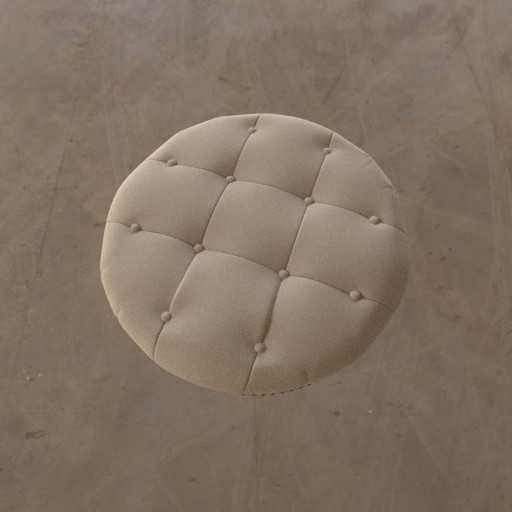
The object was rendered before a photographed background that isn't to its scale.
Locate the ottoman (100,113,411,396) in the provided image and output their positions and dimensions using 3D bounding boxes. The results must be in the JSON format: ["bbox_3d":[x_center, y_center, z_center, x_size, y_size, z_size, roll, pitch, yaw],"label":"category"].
[{"bbox_3d":[0.000,0.000,1.407,0.901,0.439,0.901,0,62,0],"label":"ottoman"}]
